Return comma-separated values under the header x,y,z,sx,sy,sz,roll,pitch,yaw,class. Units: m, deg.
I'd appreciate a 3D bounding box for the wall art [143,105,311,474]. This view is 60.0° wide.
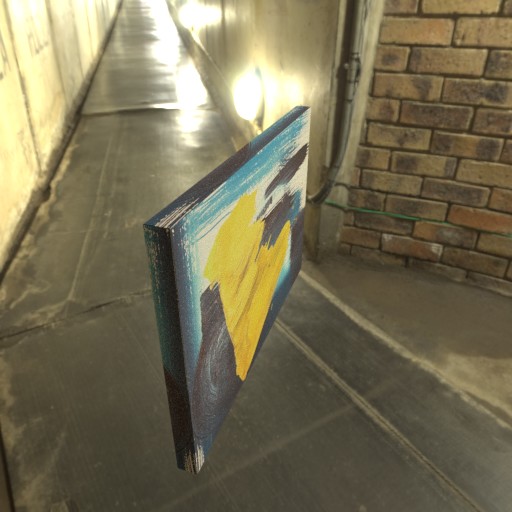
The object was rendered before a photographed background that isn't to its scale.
x,y,z,sx,sy,sz,roll,pitch,yaw,class
0.000,0.000,0.803,0.033,0.406,0.609,10,32,17,wall art
